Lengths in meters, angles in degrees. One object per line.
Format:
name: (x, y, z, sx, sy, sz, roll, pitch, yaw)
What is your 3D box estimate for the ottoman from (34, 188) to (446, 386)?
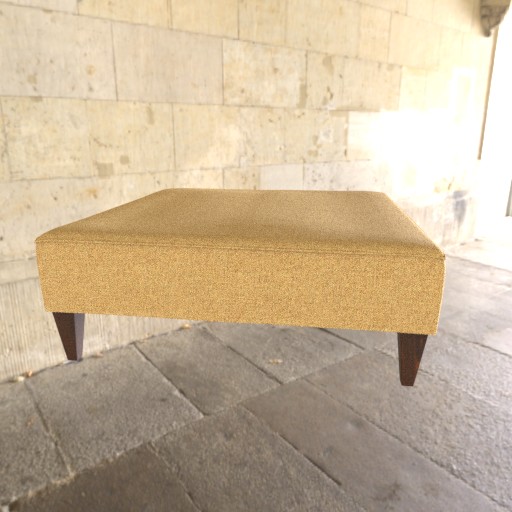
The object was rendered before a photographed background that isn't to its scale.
ottoman: (0.000, 0.000, 1.512, 0.981, 0.378, 0.970, 2, 16, 8)
